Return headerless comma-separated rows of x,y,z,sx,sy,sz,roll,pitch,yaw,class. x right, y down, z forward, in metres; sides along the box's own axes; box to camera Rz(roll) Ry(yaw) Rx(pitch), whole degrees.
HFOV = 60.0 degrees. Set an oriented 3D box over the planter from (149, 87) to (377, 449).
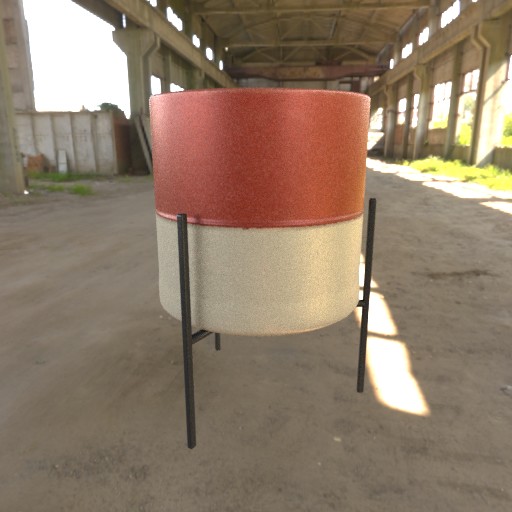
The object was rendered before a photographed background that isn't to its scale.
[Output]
0.000,0.000,0.530,0.235,0.354,0.251,-8,17,-27,planter
